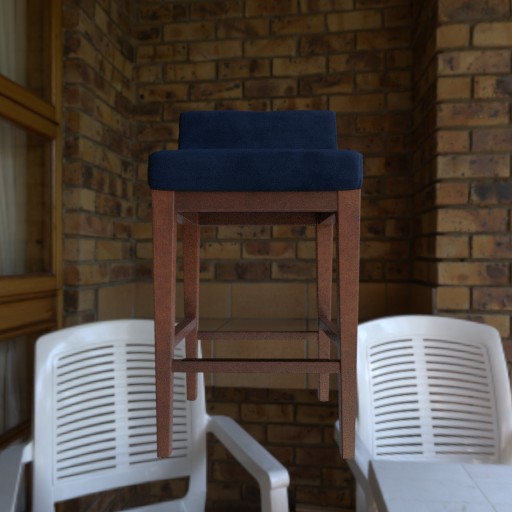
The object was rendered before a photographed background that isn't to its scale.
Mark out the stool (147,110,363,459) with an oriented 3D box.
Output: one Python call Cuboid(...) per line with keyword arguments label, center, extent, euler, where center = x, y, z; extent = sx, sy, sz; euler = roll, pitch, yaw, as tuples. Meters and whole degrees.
Cuboid(label="stool", center=(0.000, 0.000, 1.258), extent=(0.511, 0.945, 0.516), euler=(0, 0, 1))
